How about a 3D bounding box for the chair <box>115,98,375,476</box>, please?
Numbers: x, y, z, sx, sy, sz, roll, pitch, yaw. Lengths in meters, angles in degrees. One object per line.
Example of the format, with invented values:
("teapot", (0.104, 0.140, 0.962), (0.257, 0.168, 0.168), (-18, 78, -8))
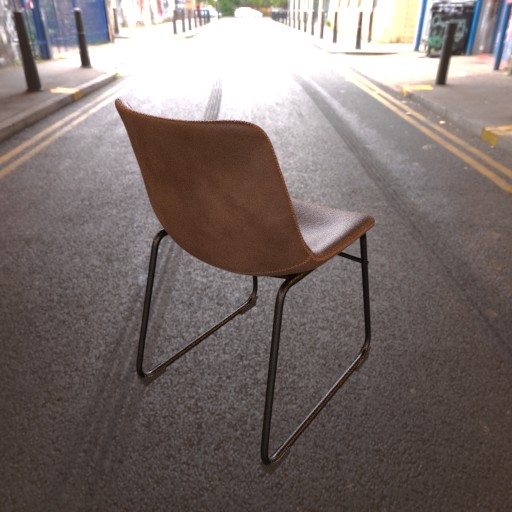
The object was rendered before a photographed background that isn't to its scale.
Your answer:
("chair", (0.000, 0.000, 1.100), (0.460, 0.780, 0.551), (21, 36, 33))
